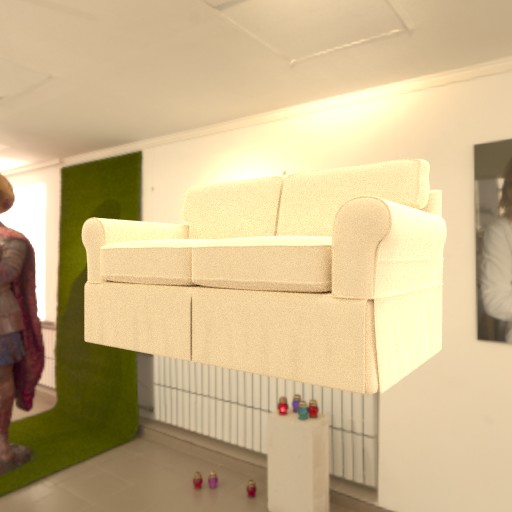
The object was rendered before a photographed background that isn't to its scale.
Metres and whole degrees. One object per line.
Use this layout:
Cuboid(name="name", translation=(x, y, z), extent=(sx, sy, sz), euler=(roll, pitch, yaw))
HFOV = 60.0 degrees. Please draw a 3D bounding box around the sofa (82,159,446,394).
Cuboid(name="sofa", translation=(0.000, 0.000, 2.314), extent=(1.727, 0.940, 0.991), euler=(0, 0, 35))
